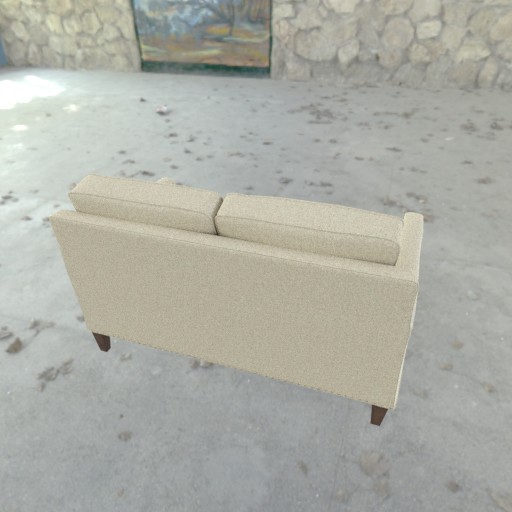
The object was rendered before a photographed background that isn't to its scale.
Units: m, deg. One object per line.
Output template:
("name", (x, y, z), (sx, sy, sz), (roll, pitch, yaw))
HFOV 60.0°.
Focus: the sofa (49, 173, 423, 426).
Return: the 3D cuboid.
("sofa", (0.000, 0.000, 2.274), (1.597, 1.003, 1.084), (10, 33, 16))
